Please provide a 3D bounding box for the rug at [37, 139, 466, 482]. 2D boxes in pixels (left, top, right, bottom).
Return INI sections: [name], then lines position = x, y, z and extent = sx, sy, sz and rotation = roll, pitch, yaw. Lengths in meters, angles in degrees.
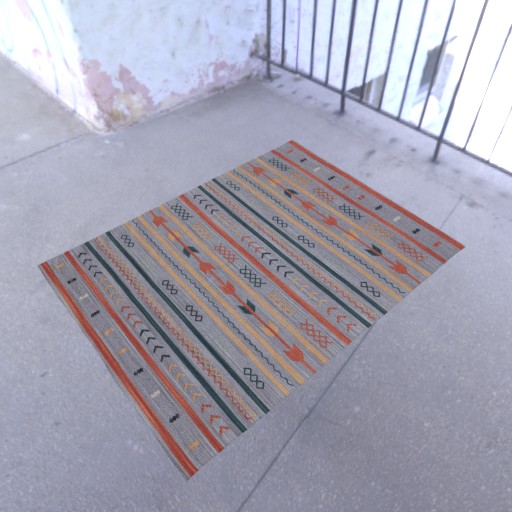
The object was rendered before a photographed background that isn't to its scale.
[rug]
position = 0.000, 0.000, 3.886
extent = 3.029, 0.022, 2.263
rotation = -32, 55, -26
